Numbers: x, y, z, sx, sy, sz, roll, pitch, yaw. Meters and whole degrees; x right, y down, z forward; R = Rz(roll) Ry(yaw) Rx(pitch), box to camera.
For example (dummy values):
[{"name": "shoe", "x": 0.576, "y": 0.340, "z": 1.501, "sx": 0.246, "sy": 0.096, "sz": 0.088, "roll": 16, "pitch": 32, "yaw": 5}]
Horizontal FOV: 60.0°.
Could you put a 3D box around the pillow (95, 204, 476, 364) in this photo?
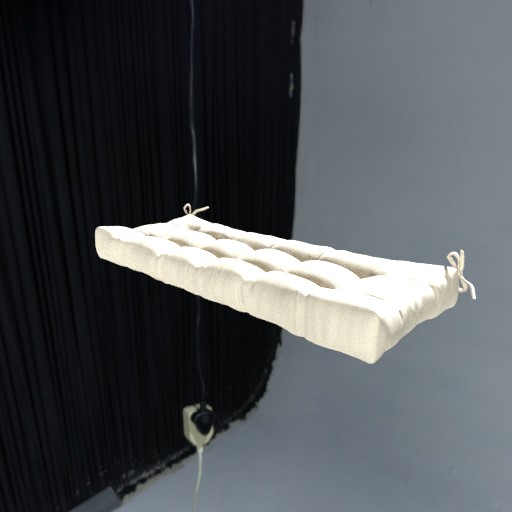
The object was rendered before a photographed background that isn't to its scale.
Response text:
[{"name": "pillow", "x": 0.000, "y": 0.000, "z": 1.374, "sx": 1.194, "sy": 0.174, "sz": 0.511, "roll": 15, "pitch": 21, "yaw": 42}]
